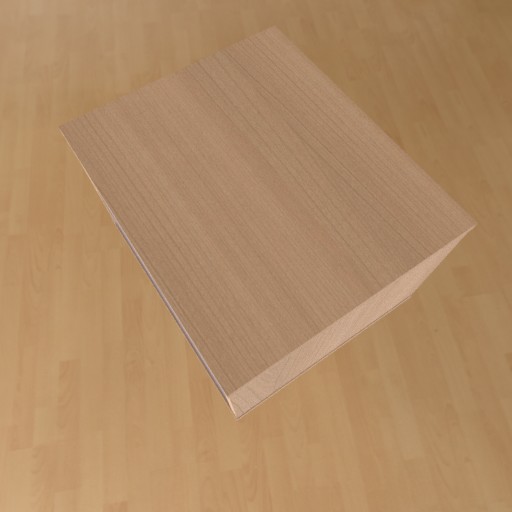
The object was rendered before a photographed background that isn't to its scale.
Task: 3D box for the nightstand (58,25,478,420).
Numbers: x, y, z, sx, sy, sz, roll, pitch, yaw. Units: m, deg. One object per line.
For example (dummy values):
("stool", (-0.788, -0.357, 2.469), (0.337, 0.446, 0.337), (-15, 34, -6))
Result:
("nightstand", (0.000, 0.000, 0.840), (0.380, 0.530, 0.450), (-31, 69, -14))
